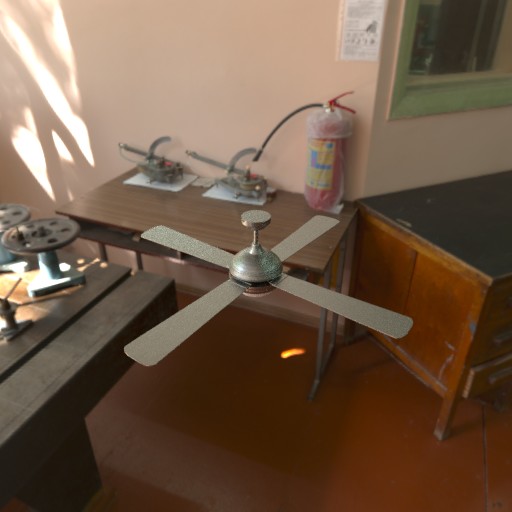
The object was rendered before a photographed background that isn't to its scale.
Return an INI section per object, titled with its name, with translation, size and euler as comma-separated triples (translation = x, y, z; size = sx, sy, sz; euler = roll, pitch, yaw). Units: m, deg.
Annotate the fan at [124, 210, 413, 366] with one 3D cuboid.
[fan]
translation = 0.000, 0.000, 1.927
size = 1.321, 0.381, 1.321
euler = -18, 35, -28
